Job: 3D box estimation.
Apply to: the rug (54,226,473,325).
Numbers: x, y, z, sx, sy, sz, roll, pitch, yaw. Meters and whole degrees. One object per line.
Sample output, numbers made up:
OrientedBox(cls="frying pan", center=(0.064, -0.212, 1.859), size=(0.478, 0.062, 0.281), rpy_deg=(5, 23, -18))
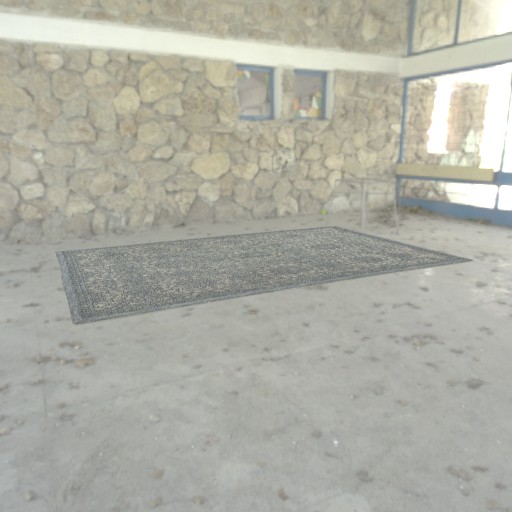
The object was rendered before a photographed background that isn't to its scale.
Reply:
OrientedBox(cls="rug", center=(0.000, 0.000, 3.076), size=(2.498, 0.022, 1.535), rpy_deg=(-7, 15, -26))
